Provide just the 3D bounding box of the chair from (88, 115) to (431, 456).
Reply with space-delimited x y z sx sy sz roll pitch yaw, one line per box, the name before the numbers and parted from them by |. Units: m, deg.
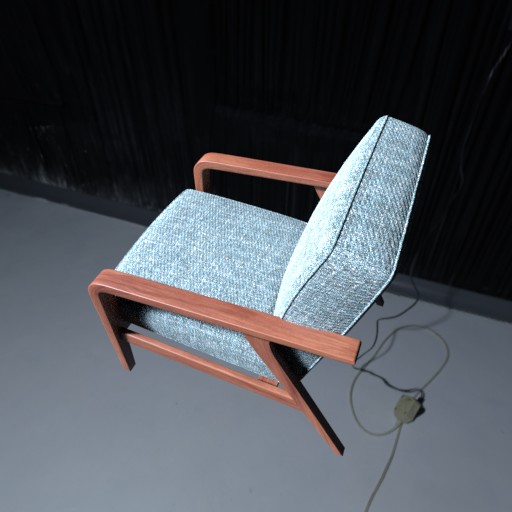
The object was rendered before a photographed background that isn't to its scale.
chair | 0.000 0.000 1.459 0.889 0.864 0.719 17 48 15
